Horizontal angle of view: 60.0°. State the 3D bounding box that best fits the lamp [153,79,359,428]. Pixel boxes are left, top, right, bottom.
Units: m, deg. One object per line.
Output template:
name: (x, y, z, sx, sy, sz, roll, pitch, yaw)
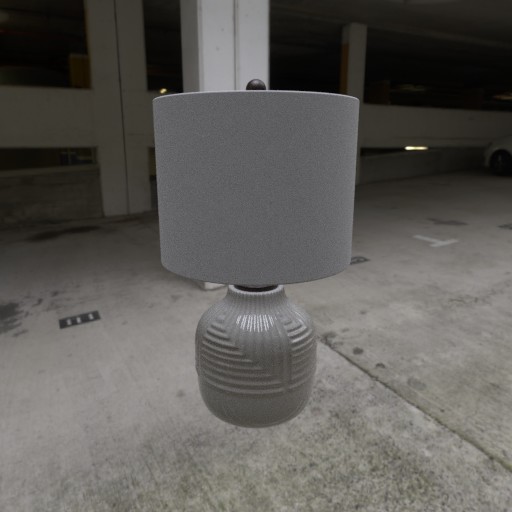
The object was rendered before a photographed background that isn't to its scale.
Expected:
lamp: (0.000, 0.000, 0.759, 0.318, 0.567, 0.318, 0, 14, 0)
